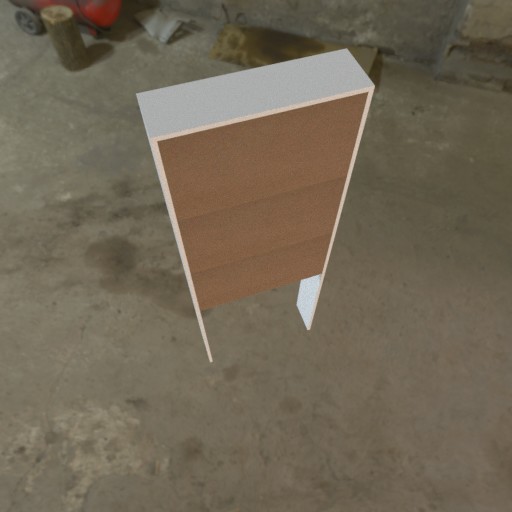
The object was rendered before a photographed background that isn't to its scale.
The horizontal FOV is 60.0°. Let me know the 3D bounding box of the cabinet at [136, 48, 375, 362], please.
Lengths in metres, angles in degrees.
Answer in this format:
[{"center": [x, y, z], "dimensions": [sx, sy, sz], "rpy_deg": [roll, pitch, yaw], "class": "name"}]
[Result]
[{"center": [0.000, 0.000, 1.992], "dimensions": [0.643, 1.770, 0.192], "rpy_deg": [-16, 60, -10], "class": "cabinet"}]
